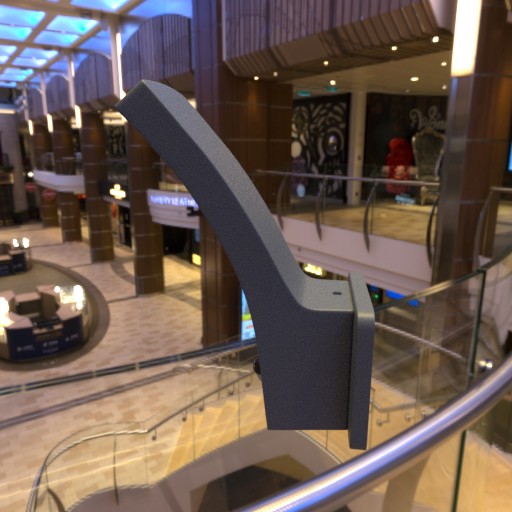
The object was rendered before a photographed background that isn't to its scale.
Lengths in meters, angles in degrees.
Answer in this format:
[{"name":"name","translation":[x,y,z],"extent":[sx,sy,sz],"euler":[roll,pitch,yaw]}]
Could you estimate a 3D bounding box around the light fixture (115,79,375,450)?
[{"name":"light fixture","translation":[0.000,0.000,0.331],"extent":[0.174,0.243,0.108],"euler":[2,14,8]}]
